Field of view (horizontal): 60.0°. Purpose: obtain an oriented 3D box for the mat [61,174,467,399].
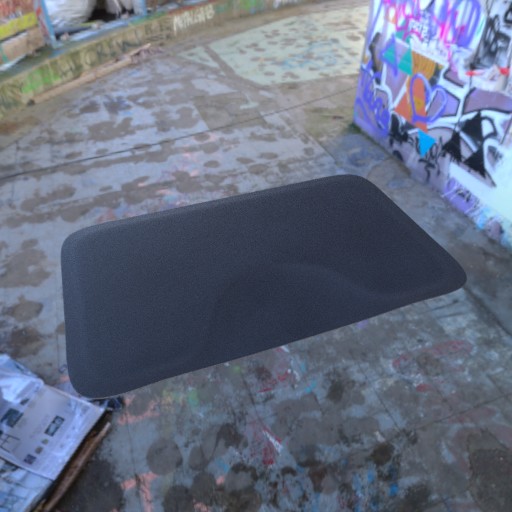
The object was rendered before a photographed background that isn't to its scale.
[{"bbox_3d":[0.000,0.000,1.837,1.524,0.013,0.918,-14,43,-15],"label":"mat"}]
